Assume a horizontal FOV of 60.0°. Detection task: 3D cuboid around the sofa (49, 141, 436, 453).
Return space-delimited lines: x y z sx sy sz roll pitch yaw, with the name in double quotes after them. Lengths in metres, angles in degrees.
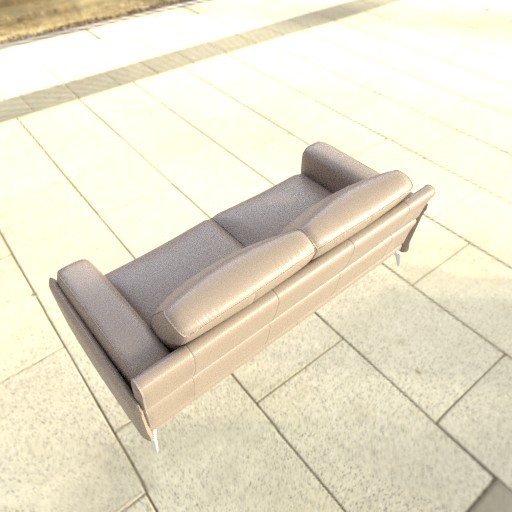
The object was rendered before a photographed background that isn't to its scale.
0.000 0.000 2.611 2.101 0.930 1.049 -31 53 -27 "sofa"
